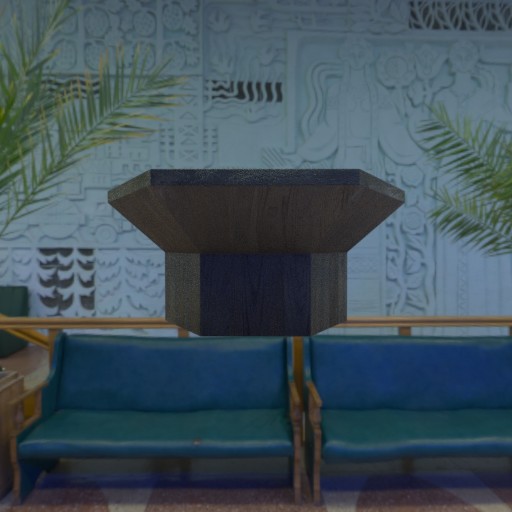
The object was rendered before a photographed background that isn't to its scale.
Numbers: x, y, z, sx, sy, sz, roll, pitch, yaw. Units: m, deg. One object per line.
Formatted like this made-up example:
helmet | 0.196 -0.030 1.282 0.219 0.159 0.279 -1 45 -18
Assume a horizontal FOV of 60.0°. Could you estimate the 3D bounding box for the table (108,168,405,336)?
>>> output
table | 0.000 0.000 1.668 1.115 0.488 0.966 0 1 0
